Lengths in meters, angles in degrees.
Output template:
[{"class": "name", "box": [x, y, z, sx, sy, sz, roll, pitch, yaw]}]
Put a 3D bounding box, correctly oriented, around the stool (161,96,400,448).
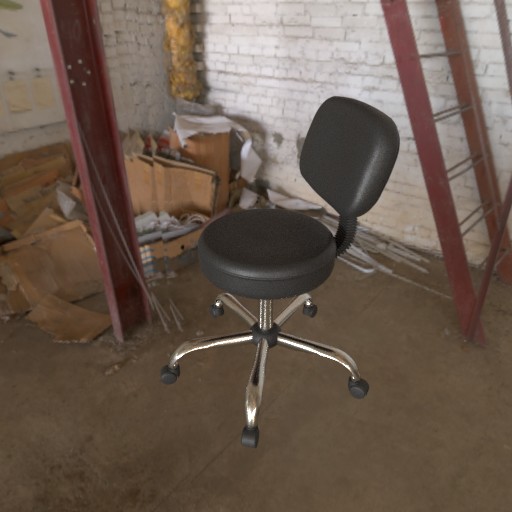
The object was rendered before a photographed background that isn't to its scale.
[{"class": "stool", "box": [0.000, 0.000, 1.322, 0.648, 0.862, 0.673, -7, 30, -13]}]
